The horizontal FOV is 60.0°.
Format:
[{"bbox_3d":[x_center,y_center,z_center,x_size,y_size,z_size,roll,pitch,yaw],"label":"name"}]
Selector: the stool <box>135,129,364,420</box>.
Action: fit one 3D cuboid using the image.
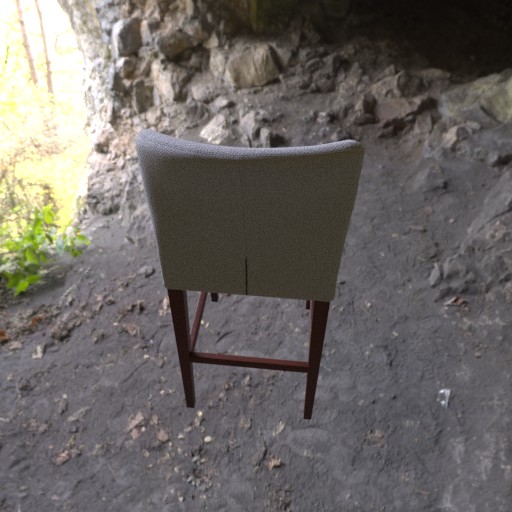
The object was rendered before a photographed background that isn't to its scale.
[{"bbox_3d":[0.000,0.000,1.367,0.481,1.069,0.568,4,45,4],"label":"stool"}]
